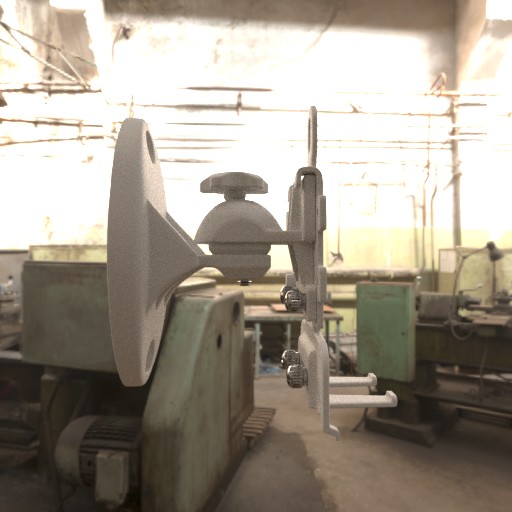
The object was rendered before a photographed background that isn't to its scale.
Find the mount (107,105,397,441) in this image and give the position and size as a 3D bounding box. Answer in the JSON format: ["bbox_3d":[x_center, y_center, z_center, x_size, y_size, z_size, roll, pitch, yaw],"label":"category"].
[{"bbox_3d":[0.000,0.000,0.174,0.100,0.118,0.066,0,-1,0],"label":"mount"}]
